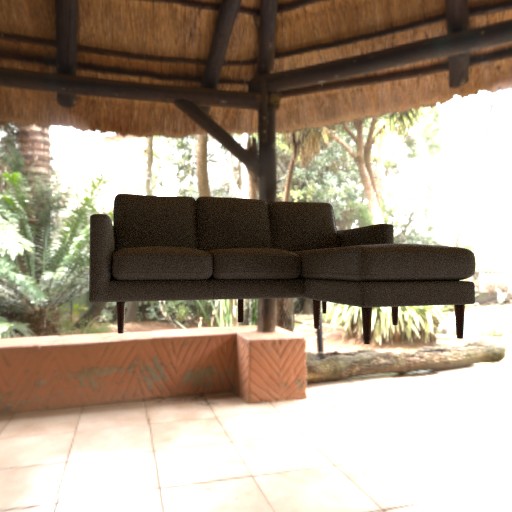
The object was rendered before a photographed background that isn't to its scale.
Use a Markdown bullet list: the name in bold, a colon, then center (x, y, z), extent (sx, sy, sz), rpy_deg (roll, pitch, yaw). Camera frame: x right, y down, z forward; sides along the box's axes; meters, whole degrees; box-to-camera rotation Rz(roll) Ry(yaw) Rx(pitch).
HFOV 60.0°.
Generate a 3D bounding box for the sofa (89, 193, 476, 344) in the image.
- **sofa**: center (0.000, 0.000, 2.916), extent (2.055, 0.957, 1.667), rpy_deg (0, -2, -17)
